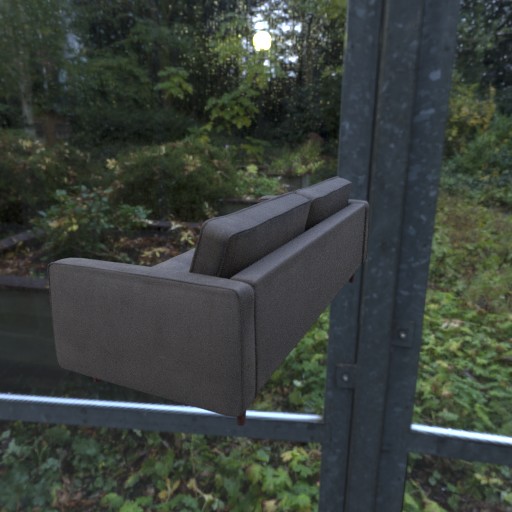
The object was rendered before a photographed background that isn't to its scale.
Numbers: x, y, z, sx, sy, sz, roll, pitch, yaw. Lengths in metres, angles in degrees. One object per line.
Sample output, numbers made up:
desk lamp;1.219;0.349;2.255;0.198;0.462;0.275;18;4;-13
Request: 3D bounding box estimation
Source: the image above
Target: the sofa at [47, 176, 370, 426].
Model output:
sofa;0.000;0.000;2.671;0.923;0.813;2.295;7;17;24
